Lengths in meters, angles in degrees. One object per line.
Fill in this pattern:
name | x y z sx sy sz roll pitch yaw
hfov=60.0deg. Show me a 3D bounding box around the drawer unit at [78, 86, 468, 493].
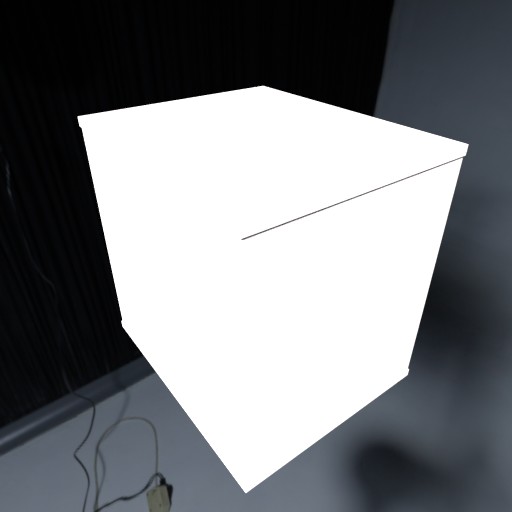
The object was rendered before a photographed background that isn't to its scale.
drawer unit | 0.000 0.000 0.597 0.290 0.344 0.349 -22 39 -30
